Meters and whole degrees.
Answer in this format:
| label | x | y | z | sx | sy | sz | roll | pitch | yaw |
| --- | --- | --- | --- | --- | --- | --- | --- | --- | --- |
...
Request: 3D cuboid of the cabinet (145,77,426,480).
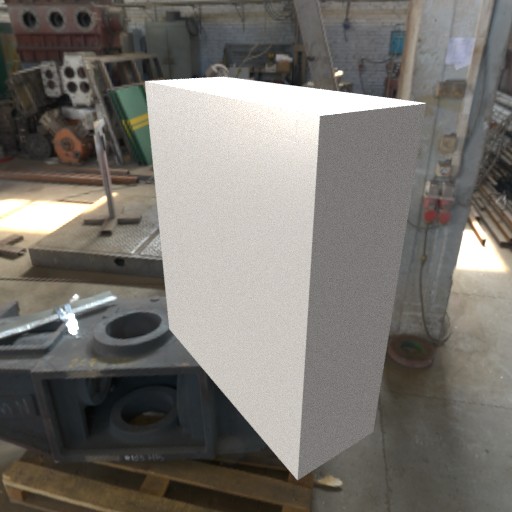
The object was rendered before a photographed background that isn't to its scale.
| label | x | y | z | sx | sy | sz | roll | pitch | yaw |
| --- | --- | --- | --- | --- | --- | --- | --- | --- | --- |
| cabinet | 0.000 | 0.000 | 1.629 | 0.348 | 1.150 | 0.990 | -17 | 31 | -30 |
